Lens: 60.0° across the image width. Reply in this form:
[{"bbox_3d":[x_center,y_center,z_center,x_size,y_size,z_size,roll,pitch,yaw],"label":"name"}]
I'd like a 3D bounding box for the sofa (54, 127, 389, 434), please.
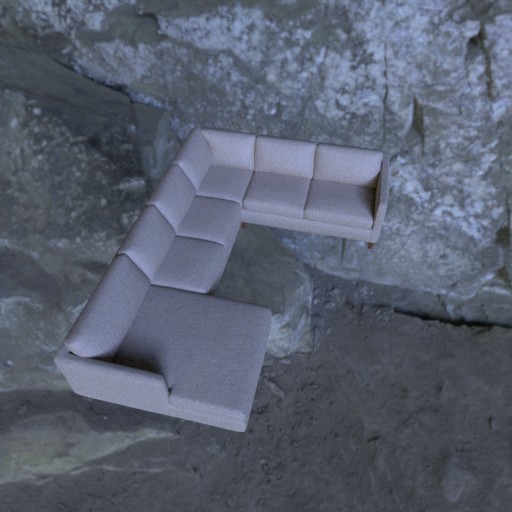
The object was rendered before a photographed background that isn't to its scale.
[{"bbox_3d":[0.000,0.000,4.574,2.551,0.889,3.403,10,48,9],"label":"sofa"}]
